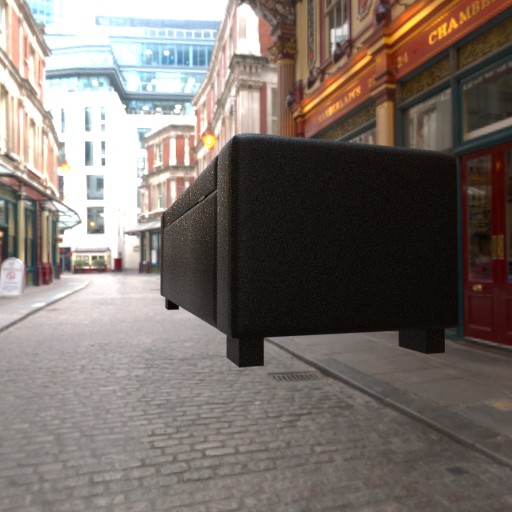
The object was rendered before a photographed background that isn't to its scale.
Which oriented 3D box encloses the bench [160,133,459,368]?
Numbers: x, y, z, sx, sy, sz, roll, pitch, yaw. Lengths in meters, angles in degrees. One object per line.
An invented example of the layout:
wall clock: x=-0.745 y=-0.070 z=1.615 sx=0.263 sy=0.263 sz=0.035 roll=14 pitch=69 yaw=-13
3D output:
bench: x=0.000 y=0.000 z=1.482 sx=0.508 sy=0.445 sz=1.296 roll=0 pitch=-1 yaw=-18
